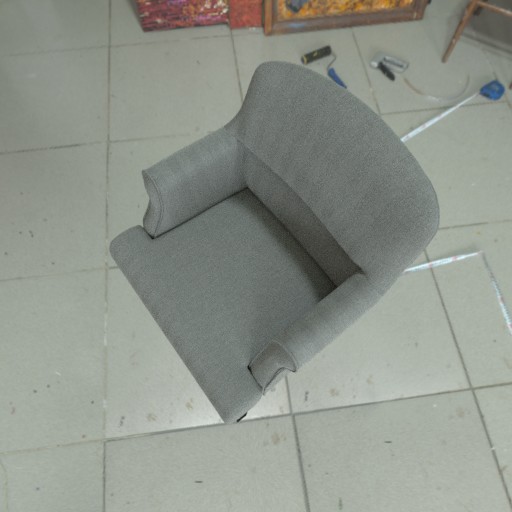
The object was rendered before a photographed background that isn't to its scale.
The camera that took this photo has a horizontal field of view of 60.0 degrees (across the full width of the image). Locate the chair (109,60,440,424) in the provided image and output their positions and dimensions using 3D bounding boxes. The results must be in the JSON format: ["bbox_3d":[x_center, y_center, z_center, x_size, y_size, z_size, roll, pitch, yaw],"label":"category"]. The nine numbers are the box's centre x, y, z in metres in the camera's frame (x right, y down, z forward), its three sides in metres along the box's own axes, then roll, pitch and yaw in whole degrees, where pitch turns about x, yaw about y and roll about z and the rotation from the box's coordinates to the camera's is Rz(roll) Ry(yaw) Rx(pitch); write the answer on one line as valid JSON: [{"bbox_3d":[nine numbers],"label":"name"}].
[{"bbox_3d":[0.000,0.000,1.446,0.755,0.880,0.772,-34,69,-15],"label":"chair"}]
